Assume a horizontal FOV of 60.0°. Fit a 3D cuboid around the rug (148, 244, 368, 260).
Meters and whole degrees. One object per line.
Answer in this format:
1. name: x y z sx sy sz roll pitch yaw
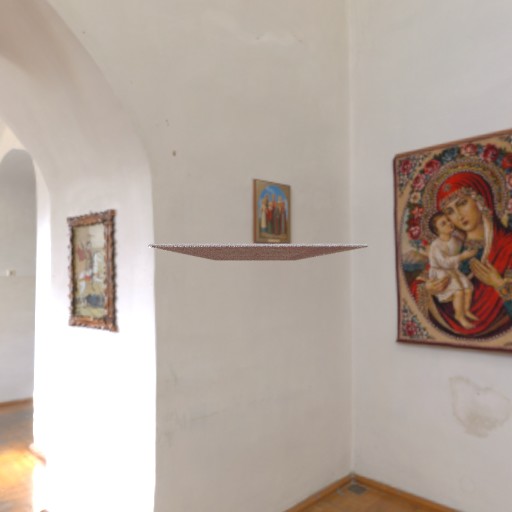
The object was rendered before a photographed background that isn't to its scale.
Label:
1. rug: 0.000 0.000 2.470 0.666 0.011 2.294 0 -2 0
